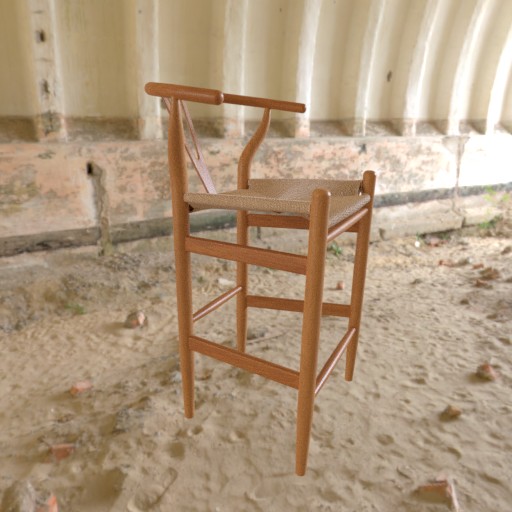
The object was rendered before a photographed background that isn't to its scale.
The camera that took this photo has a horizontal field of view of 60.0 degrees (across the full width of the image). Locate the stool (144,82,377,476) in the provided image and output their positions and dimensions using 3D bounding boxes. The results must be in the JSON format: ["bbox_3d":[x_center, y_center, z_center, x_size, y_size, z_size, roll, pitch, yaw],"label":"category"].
[{"bbox_3d":[0.000,0.000,1.320,0.579,0.970,0.569,7,17,25],"label":"stool"}]
